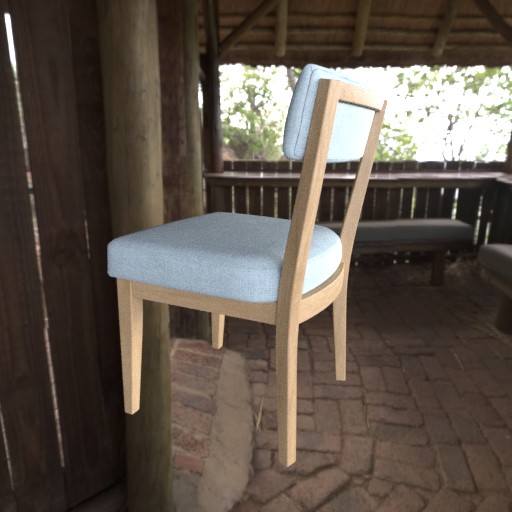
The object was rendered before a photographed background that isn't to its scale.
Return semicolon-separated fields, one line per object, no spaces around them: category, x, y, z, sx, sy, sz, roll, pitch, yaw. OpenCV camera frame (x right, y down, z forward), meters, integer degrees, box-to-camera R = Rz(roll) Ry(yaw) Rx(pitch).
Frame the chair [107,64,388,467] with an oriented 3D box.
chair;0.000;0.000;1.151;0.572;0.832;0.508;7;16;26
